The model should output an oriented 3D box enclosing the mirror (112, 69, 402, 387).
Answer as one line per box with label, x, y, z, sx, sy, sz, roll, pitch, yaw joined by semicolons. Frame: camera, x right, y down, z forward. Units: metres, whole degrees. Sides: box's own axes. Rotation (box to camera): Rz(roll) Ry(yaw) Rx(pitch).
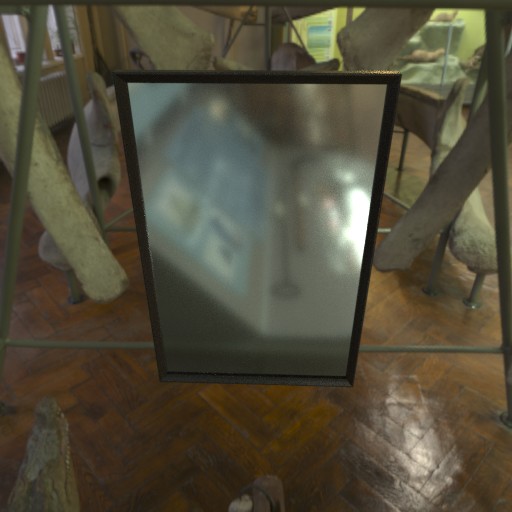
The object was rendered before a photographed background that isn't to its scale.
mirror;0.000;0.000;1.178;0.609;0.915;0.041;1;30;2
